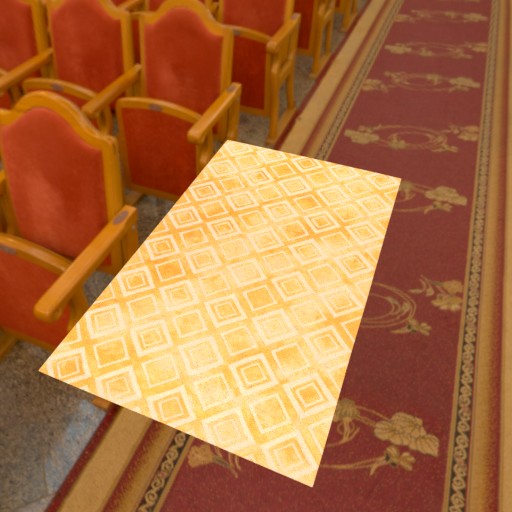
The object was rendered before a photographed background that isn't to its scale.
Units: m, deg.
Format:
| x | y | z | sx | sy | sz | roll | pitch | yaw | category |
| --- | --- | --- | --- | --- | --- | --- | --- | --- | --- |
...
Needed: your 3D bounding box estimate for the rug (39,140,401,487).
| x | y | z | sx | sy | sz | roll | pitch | yaw | category |
| --- | --- | --- | --- | --- | --- | --- | --- | --- | --- |
| 0.000 | 0.000 | 2.920 | 1.511 | 0.010 | 2.424 | 16 | 48 | 15 | rug |
